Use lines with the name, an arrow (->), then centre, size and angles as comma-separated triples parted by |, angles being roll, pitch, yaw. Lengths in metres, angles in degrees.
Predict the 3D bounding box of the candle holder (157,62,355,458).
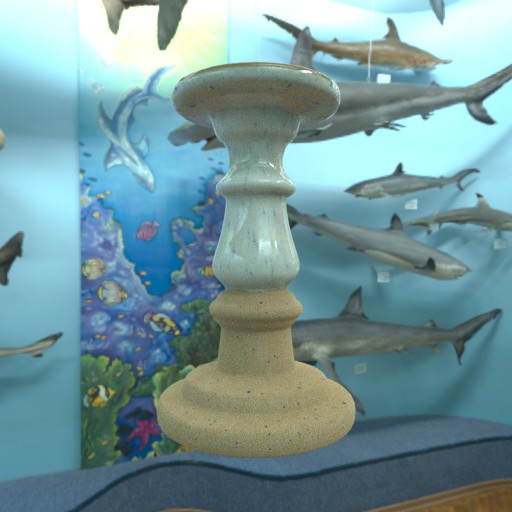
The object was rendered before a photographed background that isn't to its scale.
candle holder -> 0.000, 0.000, 0.279 | 0.123, 0.202, 0.123 | 0, 1, 0
